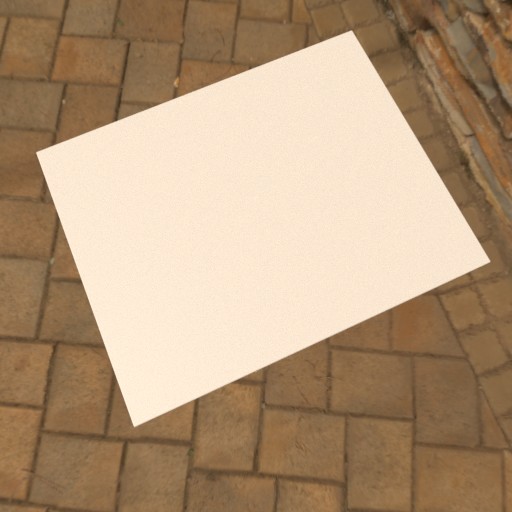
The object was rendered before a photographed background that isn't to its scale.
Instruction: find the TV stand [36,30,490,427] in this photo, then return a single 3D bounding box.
[{"bbox_3d":[0.000,0.000,0.884,0.508,0.559,0.405,-23,77,-6],"label":"TV stand"}]
